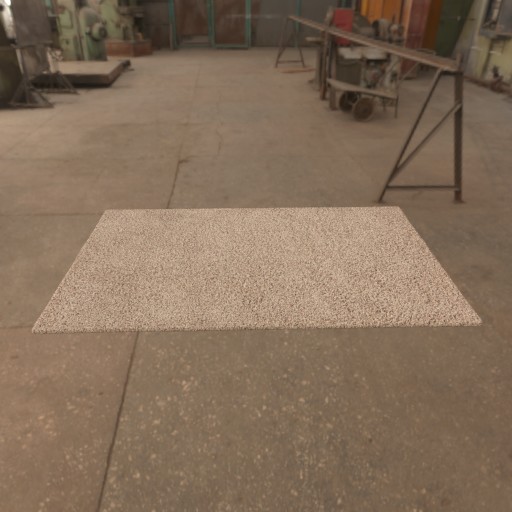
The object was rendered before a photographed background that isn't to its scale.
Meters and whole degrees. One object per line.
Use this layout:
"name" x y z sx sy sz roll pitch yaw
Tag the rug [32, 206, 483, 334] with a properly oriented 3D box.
"rug" 0.000 0.000 3.035 2.438 0.030 1.524 -1 31 -1
